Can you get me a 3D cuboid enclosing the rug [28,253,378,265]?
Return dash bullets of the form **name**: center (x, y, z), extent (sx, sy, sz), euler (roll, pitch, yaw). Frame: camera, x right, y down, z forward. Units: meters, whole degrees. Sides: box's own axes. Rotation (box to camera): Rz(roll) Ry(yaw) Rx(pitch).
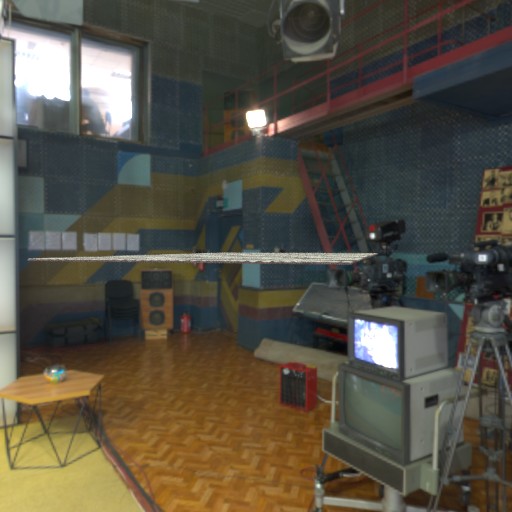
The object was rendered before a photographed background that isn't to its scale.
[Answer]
- **rug**: center (0.000, 0.000, 3.042), extent (1.517, 0.011, 2.435), euler (0, 1, 18)
